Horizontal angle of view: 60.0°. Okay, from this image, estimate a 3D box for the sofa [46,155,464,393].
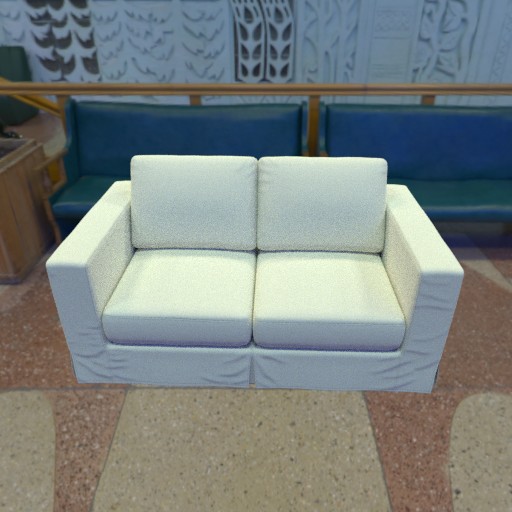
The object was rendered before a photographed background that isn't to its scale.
[{"bbox_3d":[0.000,0.000,2.397,1.813,0.932,1.009,1,30,2],"label":"sofa"}]
